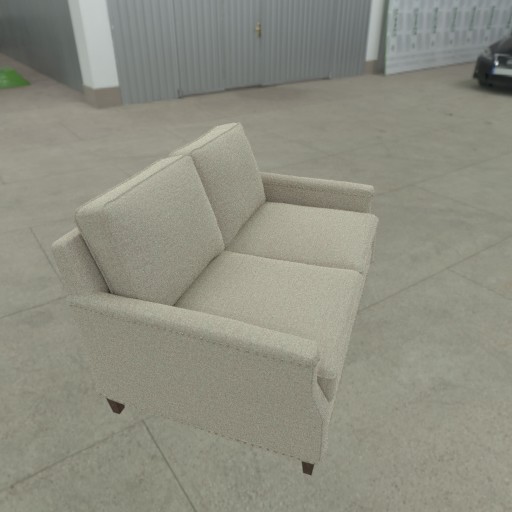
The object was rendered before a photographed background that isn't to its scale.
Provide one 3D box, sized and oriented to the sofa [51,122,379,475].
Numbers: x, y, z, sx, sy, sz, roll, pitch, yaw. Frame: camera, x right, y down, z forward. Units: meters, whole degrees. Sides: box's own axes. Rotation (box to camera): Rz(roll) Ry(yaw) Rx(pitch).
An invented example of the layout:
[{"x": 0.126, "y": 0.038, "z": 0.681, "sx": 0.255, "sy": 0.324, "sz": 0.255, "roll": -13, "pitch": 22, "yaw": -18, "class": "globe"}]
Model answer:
[{"x": 0.000, "y": 0.000, "z": 2.234, "sx": 1.084, "sy": 1.003, "sz": 1.597, "roll": 10, "pitch": 32, "yaw": 17, "class": "sofa"}]
